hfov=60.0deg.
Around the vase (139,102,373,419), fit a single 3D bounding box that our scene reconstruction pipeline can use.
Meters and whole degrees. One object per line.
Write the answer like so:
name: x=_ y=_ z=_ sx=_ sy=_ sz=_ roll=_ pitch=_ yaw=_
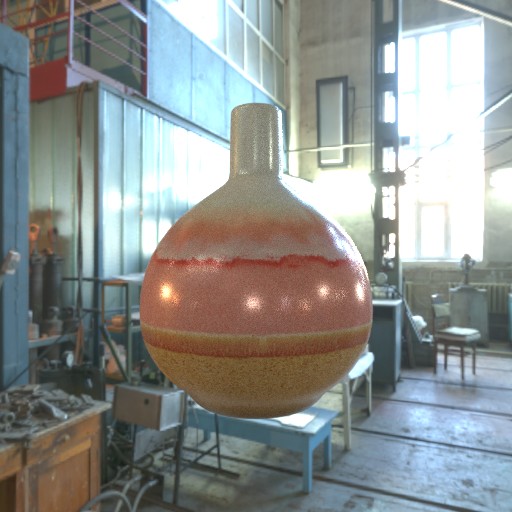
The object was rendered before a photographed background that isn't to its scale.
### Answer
vase: x=0.000 y=0.000 z=0.268 sx=0.137 sy=0.176 sz=0.137 roll=0 pitch=0 yaw=0
